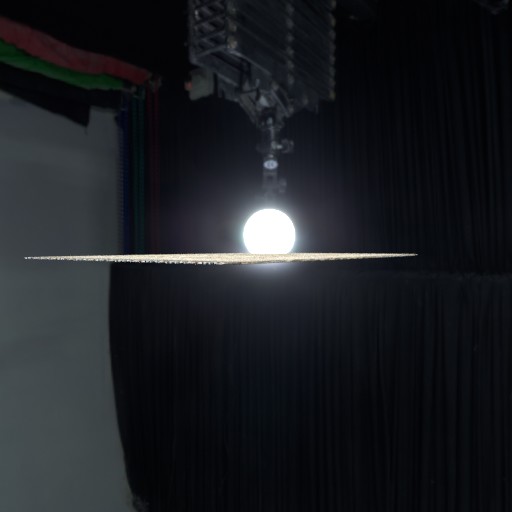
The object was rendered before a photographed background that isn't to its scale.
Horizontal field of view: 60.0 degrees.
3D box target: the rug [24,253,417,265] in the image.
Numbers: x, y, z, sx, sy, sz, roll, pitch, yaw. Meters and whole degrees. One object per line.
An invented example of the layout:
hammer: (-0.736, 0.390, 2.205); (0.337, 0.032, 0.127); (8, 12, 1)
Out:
rug: (0.000, 0.000, 2.523); (1.237, 0.010, 2.029); (1, 1, 36)
